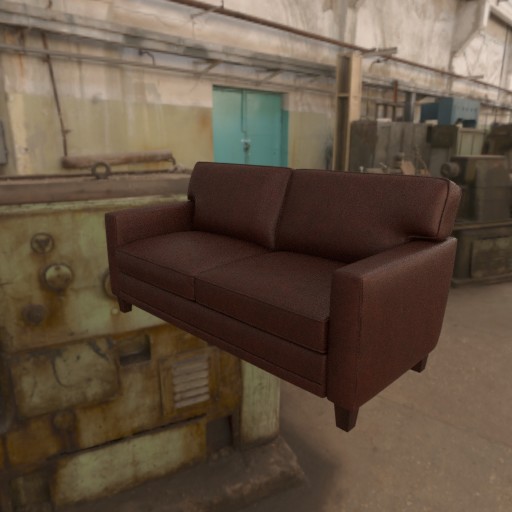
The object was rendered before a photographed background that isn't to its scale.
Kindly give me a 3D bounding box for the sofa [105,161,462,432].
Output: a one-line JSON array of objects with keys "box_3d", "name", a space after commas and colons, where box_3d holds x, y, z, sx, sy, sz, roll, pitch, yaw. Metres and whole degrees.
[{"box_3d": [0.000, 0.000, 2.432, 1.876, 0.928, 0.912, 15, 21, 43], "name": "sofa"}]
